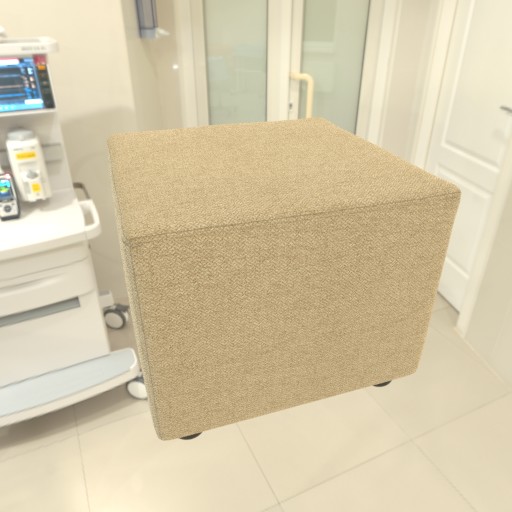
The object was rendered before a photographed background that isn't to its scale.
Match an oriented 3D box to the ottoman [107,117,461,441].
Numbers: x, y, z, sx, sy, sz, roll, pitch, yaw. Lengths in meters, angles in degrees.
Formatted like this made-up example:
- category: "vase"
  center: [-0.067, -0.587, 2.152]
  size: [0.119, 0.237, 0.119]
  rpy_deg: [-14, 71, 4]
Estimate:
- category: "ottoman"
  center: [0.000, 0.000, 0.890]
  size: [0.508, 0.432, 0.508]
  rpy_deg: [-9, 31, -16]
